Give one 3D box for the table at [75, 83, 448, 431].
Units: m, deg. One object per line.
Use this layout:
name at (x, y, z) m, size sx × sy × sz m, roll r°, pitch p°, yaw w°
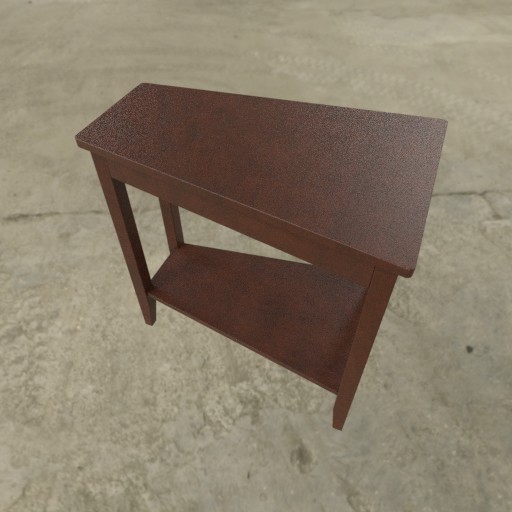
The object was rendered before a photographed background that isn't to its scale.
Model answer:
table at (0.000, 0.000, 0.987) m, size 0.605 × 0.589 × 0.399 m, roll 17°, pitch 49°, yaw 15°
